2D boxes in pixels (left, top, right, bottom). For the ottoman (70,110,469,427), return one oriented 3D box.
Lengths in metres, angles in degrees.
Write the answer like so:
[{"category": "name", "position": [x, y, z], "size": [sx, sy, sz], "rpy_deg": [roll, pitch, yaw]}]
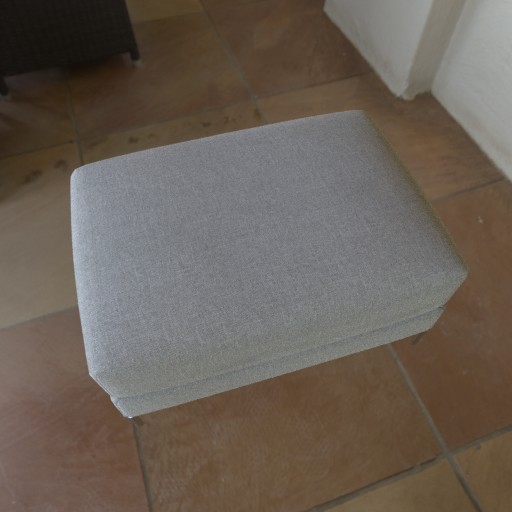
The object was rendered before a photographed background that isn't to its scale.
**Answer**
[{"category": "ottoman", "position": [0.000, 0.000, 1.161], "size": [0.838, 0.457, 0.584], "rpy_deg": [-14, 58, -9]}]
